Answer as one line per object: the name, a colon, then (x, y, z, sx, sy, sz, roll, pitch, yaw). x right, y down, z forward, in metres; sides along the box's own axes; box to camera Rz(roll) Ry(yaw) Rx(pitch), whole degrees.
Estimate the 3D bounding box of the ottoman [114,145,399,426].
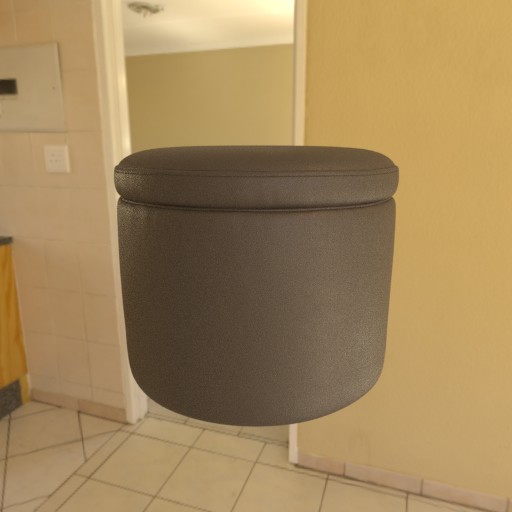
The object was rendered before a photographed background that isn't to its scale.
ottoman: (0.000, 0.000, 0.846, 0.500, 0.409, 0.500, 0, 14, 0)
